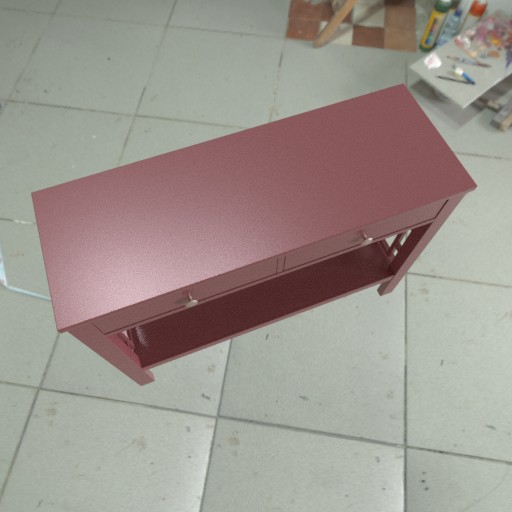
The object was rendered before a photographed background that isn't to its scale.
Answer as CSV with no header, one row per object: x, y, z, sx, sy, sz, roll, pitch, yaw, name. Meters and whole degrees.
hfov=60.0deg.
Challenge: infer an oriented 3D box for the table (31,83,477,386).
0.000,0.000,1.461,1.068,0.753,0.397,-19,66,-9,table
